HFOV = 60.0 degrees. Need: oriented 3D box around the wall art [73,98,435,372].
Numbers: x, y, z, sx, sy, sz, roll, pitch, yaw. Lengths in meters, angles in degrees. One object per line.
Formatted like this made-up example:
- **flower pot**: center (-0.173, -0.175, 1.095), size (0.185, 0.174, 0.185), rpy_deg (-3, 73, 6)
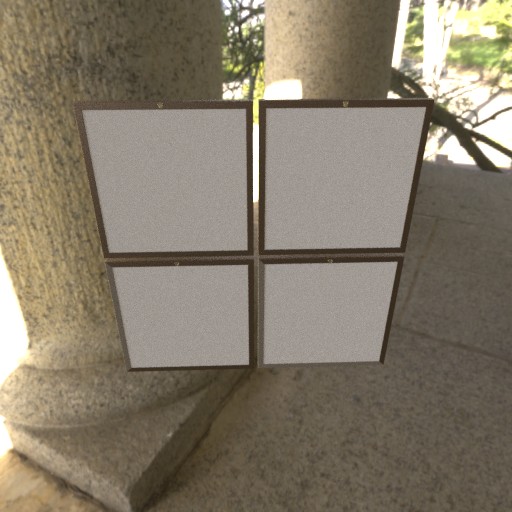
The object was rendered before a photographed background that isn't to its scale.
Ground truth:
- **wall art**: center (0.000, 0.000, 1.528), size (1.032, 1.032, 0.030), rpy_deg (-1, 30, -2)
